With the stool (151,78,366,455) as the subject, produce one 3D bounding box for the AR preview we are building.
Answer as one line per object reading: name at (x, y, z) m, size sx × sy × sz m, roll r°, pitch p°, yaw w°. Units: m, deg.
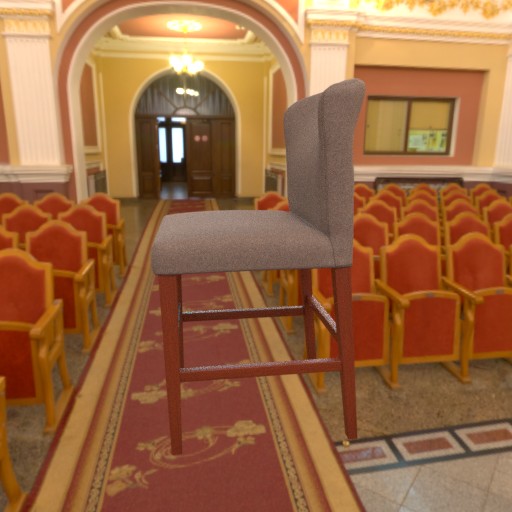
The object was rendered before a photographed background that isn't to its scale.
stool at (0.000, 0.000, 1.306) m, size 0.568 × 0.968 × 0.481 m, roll -2°, pitch 14°, yaw -8°
